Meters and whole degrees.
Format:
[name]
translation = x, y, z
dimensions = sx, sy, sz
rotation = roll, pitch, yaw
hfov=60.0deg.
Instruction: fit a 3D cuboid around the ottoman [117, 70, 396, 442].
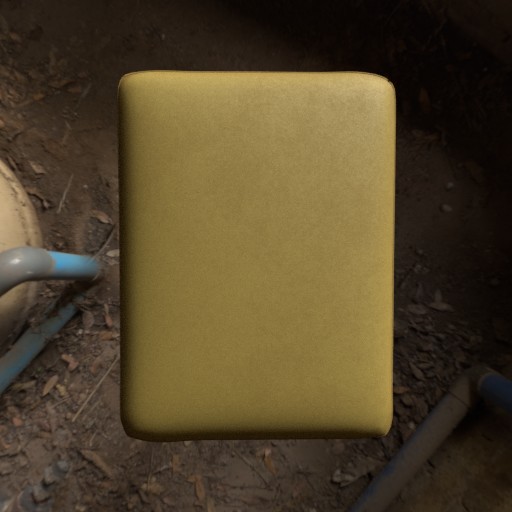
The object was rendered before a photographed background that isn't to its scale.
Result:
[ottoman]
translation = 0.000, 0.000, 1.105
dimensions = 0.608, 0.449, 0.811
rotation = 0, 92, -1
